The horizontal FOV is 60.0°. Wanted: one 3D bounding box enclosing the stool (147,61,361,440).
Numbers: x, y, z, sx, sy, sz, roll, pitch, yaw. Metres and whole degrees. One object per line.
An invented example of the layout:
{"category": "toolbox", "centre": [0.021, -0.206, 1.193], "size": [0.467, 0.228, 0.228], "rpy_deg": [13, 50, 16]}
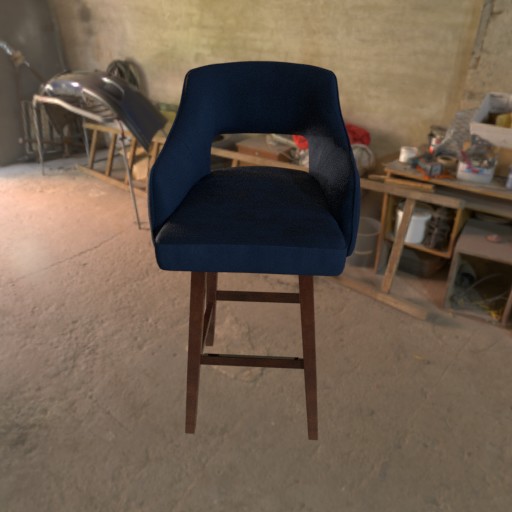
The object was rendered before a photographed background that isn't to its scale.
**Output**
{"category": "stool", "centre": [0.000, 0.000, 1.364], "size": [0.550, 1.041, 0.560], "rpy_deg": [2, 31, 3]}
